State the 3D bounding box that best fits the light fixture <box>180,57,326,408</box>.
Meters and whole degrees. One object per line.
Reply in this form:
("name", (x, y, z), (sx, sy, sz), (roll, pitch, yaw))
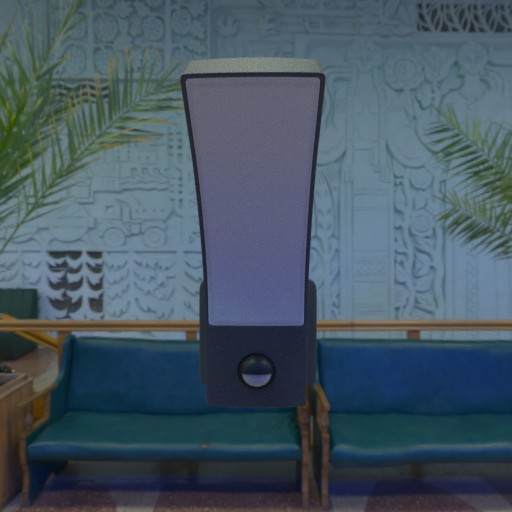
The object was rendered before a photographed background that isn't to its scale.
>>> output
("light fixture", (0.000, 0.000, 0.336), (0.108, 0.243, 0.174), (0, 1, 1))
